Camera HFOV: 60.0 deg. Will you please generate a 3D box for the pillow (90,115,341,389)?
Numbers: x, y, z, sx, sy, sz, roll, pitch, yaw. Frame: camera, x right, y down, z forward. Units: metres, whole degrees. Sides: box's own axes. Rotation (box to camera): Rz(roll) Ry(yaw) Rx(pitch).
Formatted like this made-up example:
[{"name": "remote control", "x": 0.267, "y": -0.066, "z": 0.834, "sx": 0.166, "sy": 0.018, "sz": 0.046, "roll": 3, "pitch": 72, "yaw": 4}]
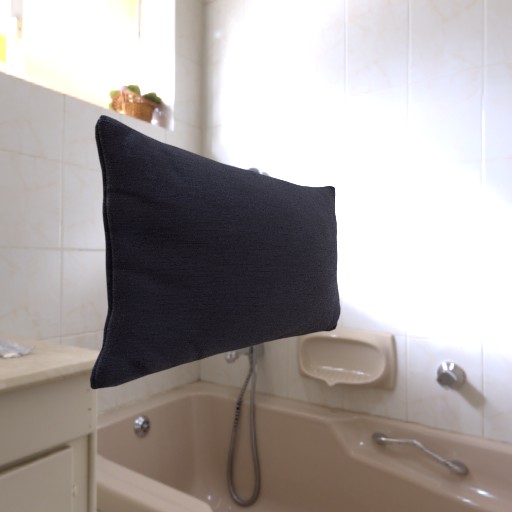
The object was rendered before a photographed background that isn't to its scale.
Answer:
[{"name": "pillow", "x": 0.000, "y": 0.000, "z": 0.787, "sx": 0.210, "sy": 0.338, "sz": 0.633, "roll": -1, "pitch": -1, "yaw": 37}]
